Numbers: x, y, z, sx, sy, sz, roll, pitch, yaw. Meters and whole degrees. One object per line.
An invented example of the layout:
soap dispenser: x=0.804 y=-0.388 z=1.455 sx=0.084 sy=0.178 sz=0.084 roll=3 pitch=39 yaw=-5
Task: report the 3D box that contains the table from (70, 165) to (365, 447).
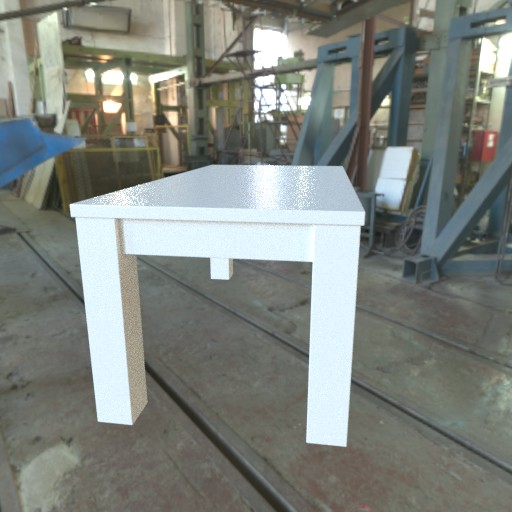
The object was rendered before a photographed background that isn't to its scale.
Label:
table: x=0.000 y=0.000 z=2.276 sx=0.900 sy=0.790 sz=1.800 roll=2 pitch=16 yaw=8
